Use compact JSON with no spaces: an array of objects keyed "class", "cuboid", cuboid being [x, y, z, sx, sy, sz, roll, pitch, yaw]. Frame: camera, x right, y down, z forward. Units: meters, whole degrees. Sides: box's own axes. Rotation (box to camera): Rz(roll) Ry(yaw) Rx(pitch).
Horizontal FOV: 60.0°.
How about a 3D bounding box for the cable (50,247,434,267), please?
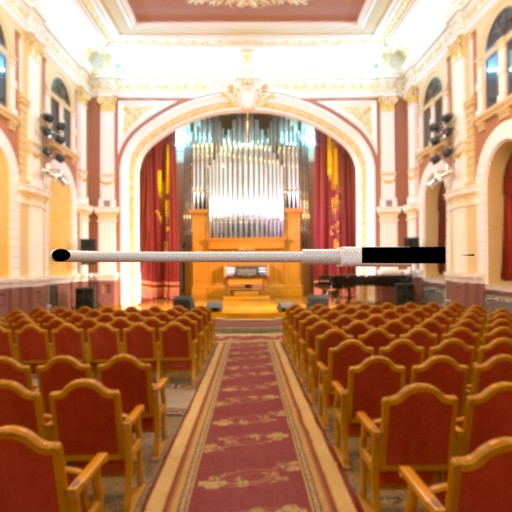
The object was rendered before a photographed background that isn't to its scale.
[{"class":"cable","cuboid":[0.000,0.000,0.110,0.098,0.006,0.040,0,-1,0]}]
